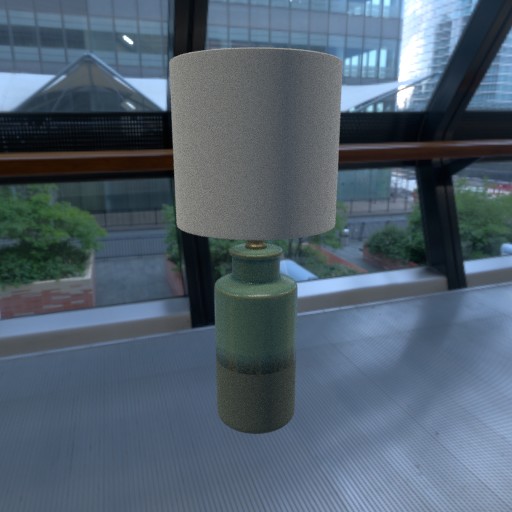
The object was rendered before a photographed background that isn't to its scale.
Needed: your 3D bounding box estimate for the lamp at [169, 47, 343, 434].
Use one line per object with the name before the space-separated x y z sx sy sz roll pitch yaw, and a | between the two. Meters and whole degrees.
lamp | 0.000 0.000 0.614 0.212 0.493 0.212 7 17 25
